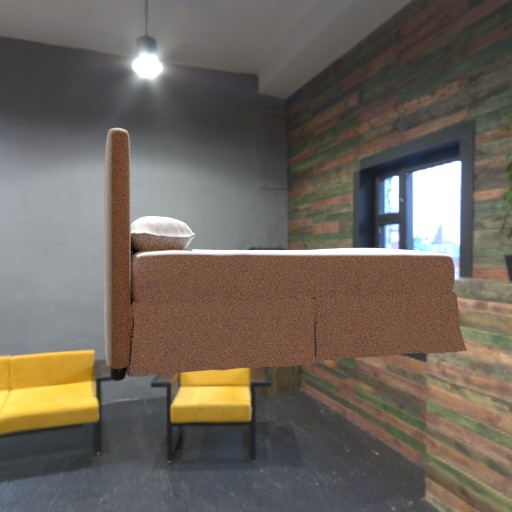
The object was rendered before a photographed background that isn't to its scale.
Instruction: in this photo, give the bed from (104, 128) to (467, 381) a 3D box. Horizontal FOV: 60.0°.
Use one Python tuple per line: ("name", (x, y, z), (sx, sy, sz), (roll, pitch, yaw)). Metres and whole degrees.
("bed", (0.000, 0.000, 3.571), (2.319, 1.317, 2.119), (0, 0, -19))
